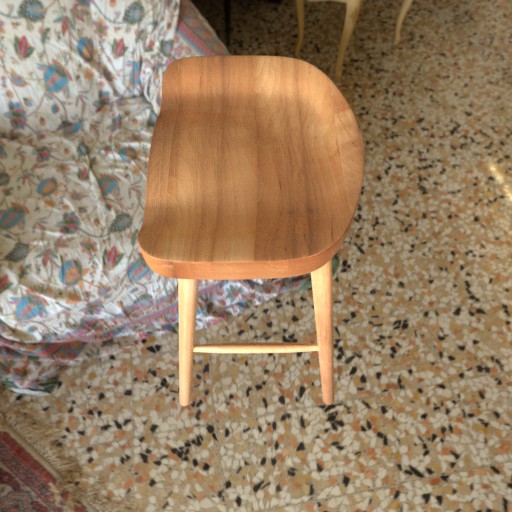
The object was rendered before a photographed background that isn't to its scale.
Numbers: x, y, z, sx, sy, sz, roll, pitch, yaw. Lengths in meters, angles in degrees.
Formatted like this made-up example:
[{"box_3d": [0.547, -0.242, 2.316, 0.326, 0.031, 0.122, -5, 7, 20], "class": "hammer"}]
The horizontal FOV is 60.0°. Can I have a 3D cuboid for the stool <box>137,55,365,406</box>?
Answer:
[{"box_3d": [0.000, 0.000, 0.887, 0.361, 0.615, 0.440, 0, 58, 0], "class": "stool"}]
